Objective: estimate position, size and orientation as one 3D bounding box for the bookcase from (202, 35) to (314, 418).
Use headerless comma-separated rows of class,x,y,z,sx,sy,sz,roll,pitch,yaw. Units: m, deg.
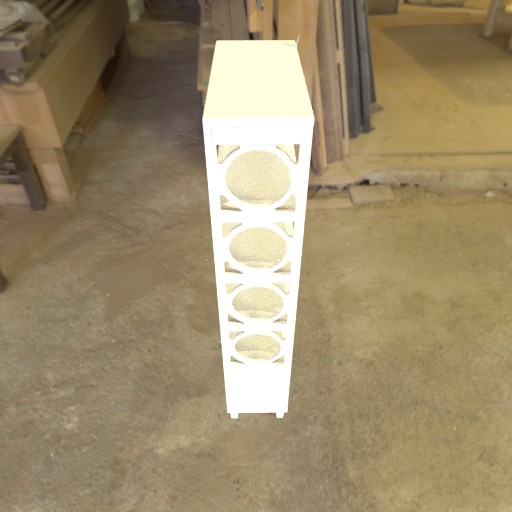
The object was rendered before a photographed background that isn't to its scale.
bookcase,0.000,0.000,2.202,0.361,1.869,0.761,0,42,-1
